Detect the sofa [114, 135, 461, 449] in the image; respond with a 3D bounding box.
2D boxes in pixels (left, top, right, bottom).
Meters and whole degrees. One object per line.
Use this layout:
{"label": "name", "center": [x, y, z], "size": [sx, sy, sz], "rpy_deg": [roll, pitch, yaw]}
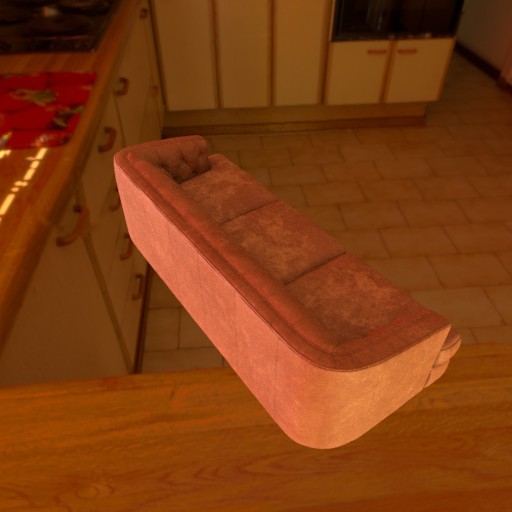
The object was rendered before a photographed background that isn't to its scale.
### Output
{"label": "sofa", "center": [0.000, 0.000, 2.675], "size": [0.922, 0.791, 2.257], "rpy_deg": [-26, 48, -26]}
